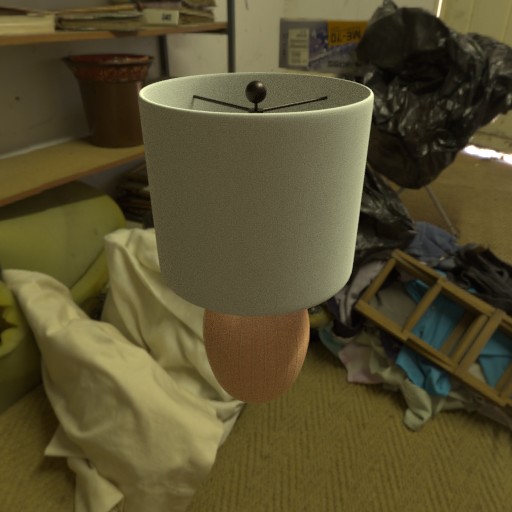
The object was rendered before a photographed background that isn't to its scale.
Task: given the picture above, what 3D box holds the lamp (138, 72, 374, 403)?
[{"bbox_3d":[0.000,0.000,0.767,0.329,0.570,0.329,0,30,0],"label":"lamp"}]
